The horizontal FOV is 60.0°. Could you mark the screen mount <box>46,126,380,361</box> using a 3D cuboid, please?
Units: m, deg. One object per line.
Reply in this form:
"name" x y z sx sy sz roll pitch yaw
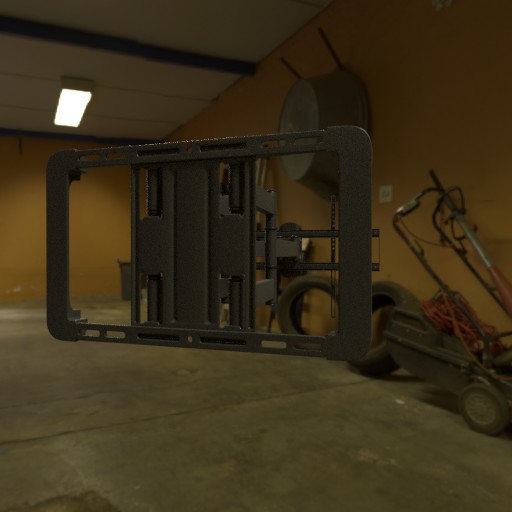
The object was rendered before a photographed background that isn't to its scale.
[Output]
"screen mount" 0.000 0.000 1.340 0.725 0.483 0.905 0 0 18
